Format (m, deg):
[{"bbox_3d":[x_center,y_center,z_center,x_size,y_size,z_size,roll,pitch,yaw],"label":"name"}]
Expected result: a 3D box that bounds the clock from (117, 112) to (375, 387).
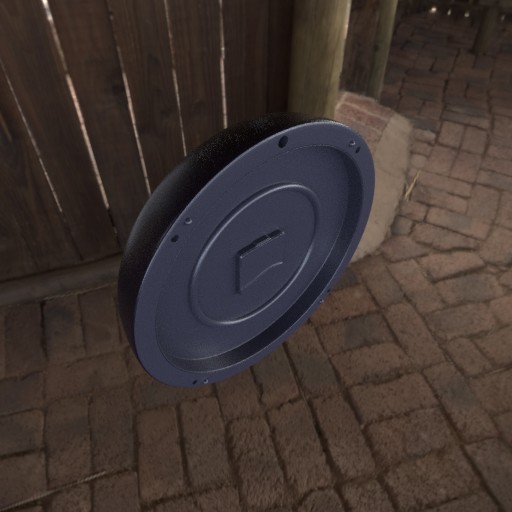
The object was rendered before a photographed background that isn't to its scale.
[{"bbox_3d":[0.000,0.000,0.448,0.300,0.300,0.060,-31,53,-27],"label":"clock"}]
